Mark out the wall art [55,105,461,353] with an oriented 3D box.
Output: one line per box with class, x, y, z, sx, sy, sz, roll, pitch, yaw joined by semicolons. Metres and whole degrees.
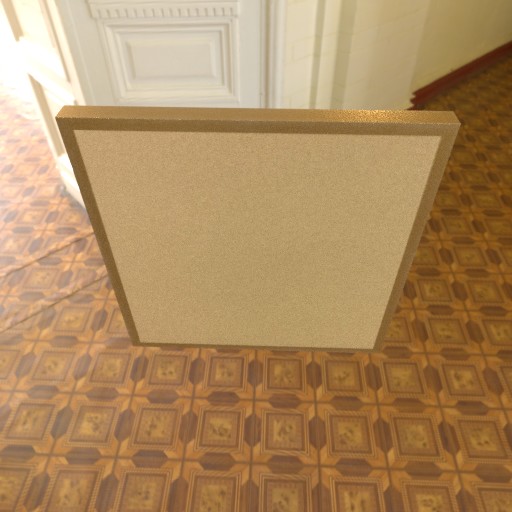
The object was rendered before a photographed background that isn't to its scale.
wall art;0.000;0.000;0.746;0.510;0.509;0.033;1;44;1
